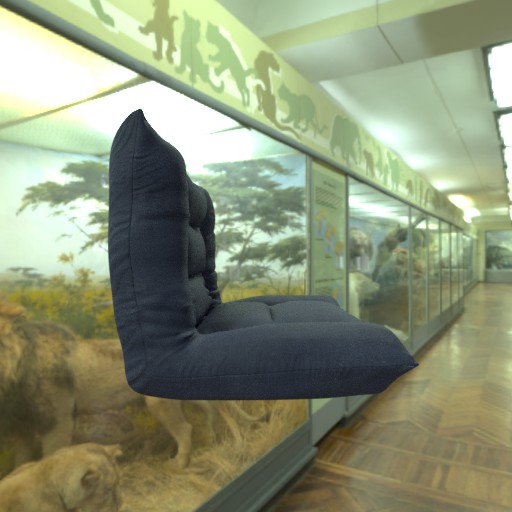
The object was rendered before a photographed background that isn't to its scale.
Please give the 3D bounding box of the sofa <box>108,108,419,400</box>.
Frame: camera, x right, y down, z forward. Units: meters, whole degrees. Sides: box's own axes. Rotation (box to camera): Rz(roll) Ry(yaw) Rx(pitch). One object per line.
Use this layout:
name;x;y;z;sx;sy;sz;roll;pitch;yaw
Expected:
sofa;0.000;0.000;1.708;0.849;0.778;1.122;0;0;0
